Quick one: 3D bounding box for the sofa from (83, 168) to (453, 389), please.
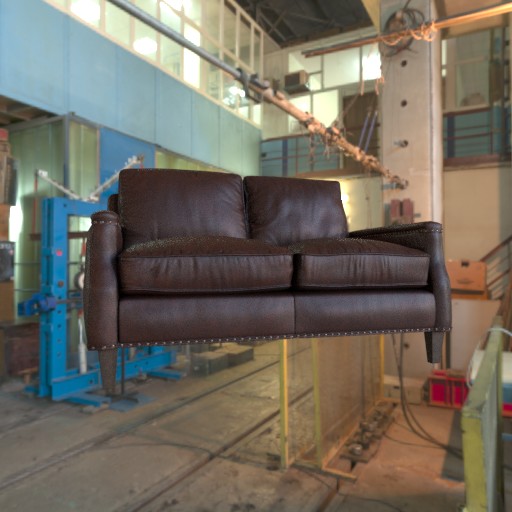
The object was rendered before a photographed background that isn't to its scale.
[{"bbox_3d":[0.000,0.000,2.321,1.628,1.003,1.083,0,-1,-17],"label":"sofa"}]
